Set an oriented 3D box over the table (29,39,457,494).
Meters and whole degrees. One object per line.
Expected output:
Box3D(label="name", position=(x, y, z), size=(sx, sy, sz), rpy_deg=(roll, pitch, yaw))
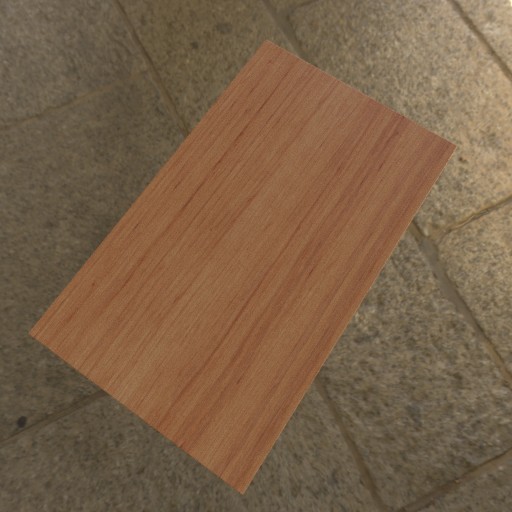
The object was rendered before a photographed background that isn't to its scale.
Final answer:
Box3D(label="table", position=(0.000, 0.000, 1.480), size=(0.695, 0.457, 1.146), rpy_deg=(33, 77, 9))
